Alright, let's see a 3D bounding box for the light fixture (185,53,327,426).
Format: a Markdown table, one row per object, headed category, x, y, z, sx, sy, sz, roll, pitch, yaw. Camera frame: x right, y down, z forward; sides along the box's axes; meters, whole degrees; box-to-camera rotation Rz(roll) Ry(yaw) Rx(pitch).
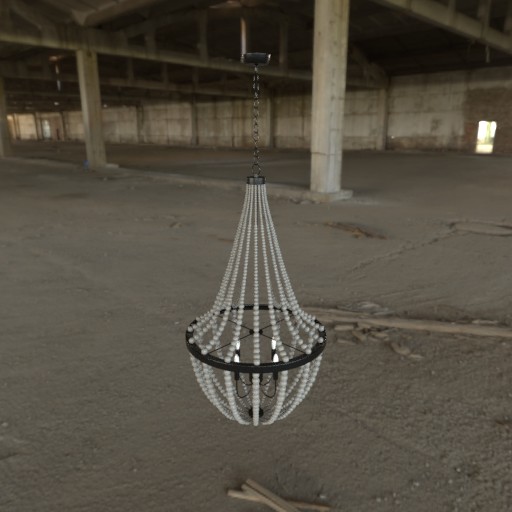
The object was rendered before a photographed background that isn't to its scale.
| category | x | y | z | sx | sy | sz | roll | pitch | yaw |
| --- | --- | --- | --- | --- | --- | --- | --- | --- | --- |
| light fixture | 0.000 | 0.000 | 1.359 | 0.450 | 1.133 | 0.450 | 0 | 16 | 0 |
